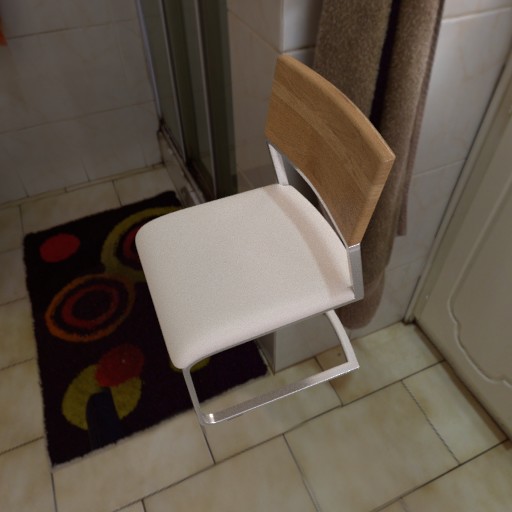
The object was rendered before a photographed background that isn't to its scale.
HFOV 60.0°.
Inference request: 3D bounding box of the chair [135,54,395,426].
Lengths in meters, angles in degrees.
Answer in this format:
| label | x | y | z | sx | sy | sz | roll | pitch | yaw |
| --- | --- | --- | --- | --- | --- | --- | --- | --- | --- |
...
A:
| label | x | y | z | sx | sy | sz | roll | pitch | yaw |
| --- | --- | --- | --- | --- | --- | --- | --- | --- | --- |
| chair | 0.000 | 0.000 | 1.198 | 0.585 | 0.844 | 0.467 | -16 | 49 | -15 |
